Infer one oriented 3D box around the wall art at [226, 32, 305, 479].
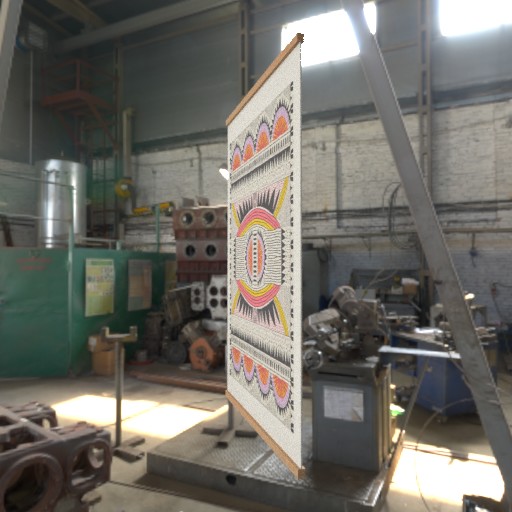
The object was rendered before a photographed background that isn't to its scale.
[{"bbox_3d":[0.000,0.000,1.996,0.028,1.533,0.999,0,-1,-18],"label":"wall art"}]
